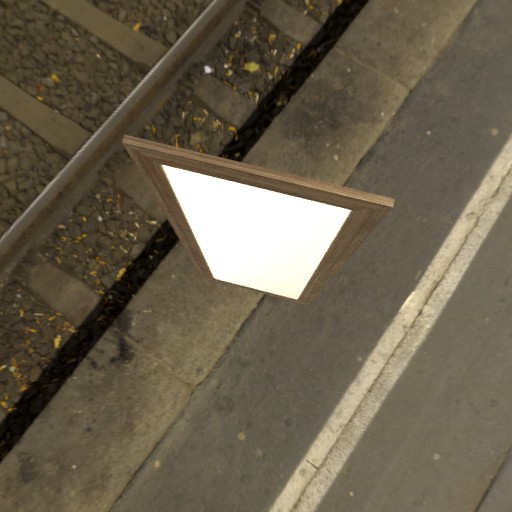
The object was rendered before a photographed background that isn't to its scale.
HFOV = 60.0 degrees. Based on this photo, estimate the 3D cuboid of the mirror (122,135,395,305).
[{"bbox_3d":[0.000,0.000,2.274,0.812,2.032,0.025,14,76,4],"label":"mirror"}]
